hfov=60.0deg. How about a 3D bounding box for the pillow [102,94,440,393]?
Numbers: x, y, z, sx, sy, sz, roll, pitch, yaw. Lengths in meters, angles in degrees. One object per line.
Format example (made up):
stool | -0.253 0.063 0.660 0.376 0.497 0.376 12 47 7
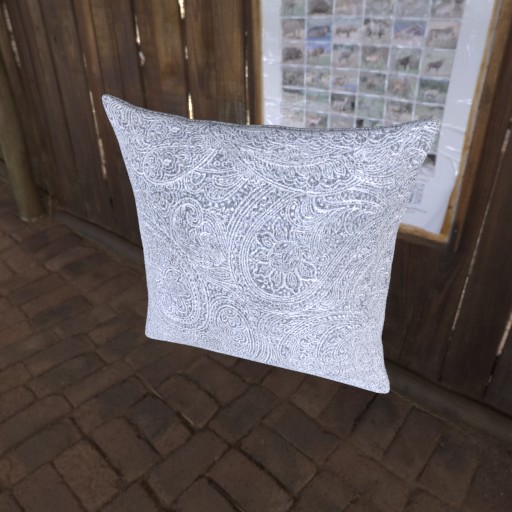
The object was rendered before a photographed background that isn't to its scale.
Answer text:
pillow | 0.000 0.000 0.775 0.523 0.510 0.166 10 32 16
